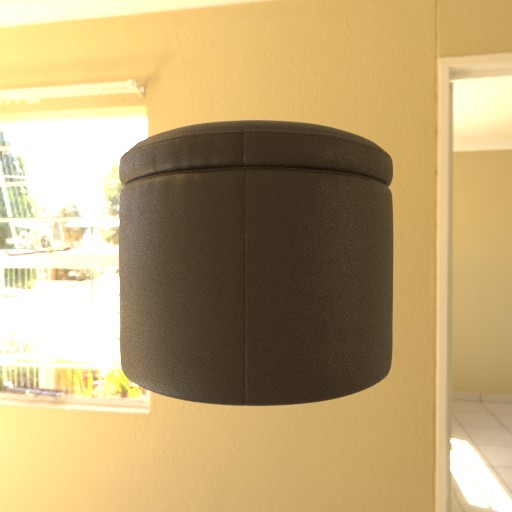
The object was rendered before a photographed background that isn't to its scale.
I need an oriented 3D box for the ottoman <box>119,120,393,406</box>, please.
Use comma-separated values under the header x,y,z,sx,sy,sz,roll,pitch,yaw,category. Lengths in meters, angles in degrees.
x,y,z,sx,sy,sz,roll,pitch,yaw,category
0.000,0.000,0.844,0.500,0.409,0.500,0,0,0,ottoman
